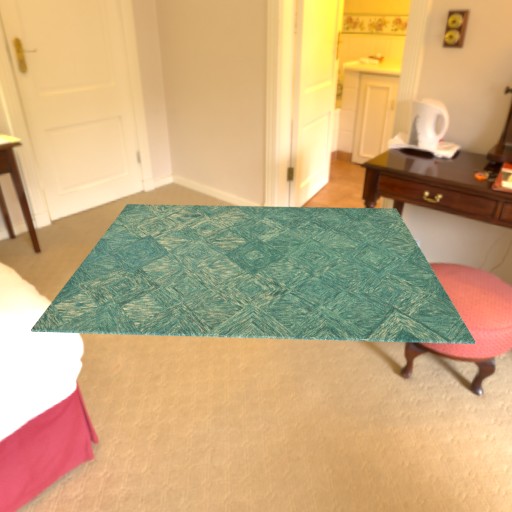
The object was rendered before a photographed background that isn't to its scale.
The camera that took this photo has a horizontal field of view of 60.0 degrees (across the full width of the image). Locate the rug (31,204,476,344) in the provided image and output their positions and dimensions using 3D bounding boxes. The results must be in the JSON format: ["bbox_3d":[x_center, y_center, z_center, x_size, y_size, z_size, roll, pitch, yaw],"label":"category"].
[{"bbox_3d":[0.000,0.000,4.246,3.217,0.027,2.405,1,29,2],"label":"rug"}]
